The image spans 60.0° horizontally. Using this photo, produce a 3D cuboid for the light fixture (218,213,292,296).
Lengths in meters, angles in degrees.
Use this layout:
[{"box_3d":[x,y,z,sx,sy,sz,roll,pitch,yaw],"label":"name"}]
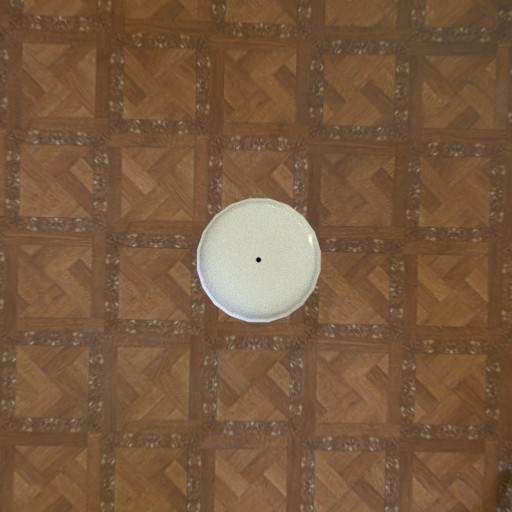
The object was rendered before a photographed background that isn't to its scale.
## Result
[{"box_3d":[0.000,0.000,1.927,0.431,1.764,0.487,0,91,0],"label":"light fixture"}]
